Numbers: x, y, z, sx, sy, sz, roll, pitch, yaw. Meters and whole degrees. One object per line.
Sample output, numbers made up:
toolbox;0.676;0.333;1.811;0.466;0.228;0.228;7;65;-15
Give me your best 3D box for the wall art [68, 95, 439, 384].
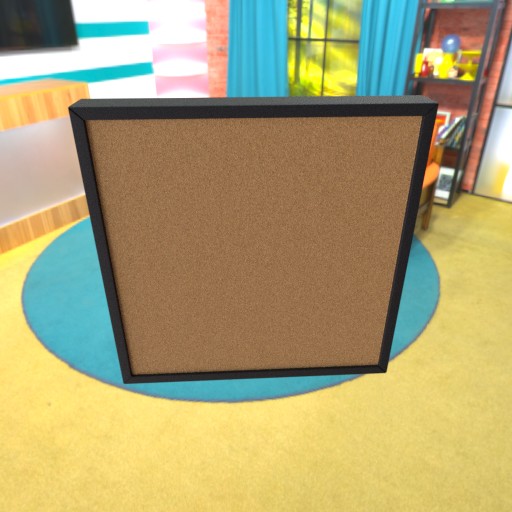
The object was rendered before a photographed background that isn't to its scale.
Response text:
wall art;0.000;0.000;0.453;0.305;0.305;0.037;-2;29;-3
